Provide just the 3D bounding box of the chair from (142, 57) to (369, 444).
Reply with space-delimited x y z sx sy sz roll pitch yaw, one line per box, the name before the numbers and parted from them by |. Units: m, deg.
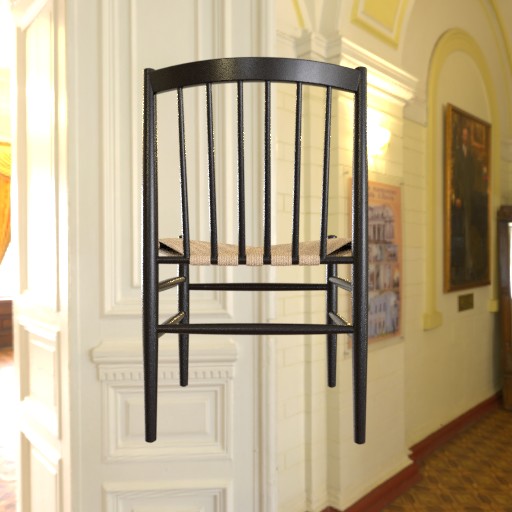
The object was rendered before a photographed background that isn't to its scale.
chair | 0.000 0.000 1.130 0.495 0.818 0.516 0 1 1
